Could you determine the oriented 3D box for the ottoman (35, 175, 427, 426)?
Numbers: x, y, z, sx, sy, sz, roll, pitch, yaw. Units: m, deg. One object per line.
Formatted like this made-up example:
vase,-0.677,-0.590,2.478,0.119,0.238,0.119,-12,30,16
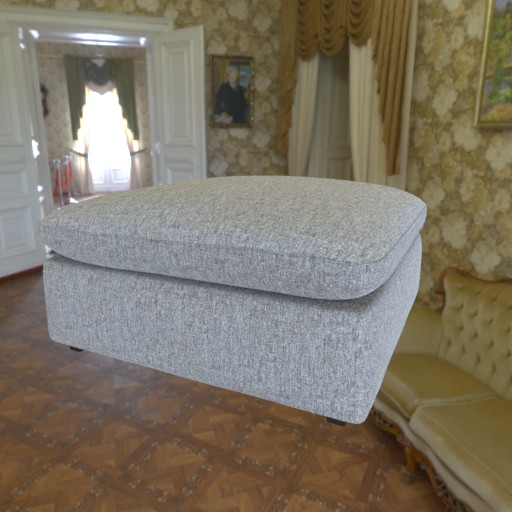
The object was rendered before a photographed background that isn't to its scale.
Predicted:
ottoman,0.000,0.000,1.570,1.039,0.526,1.035,7,17,25
